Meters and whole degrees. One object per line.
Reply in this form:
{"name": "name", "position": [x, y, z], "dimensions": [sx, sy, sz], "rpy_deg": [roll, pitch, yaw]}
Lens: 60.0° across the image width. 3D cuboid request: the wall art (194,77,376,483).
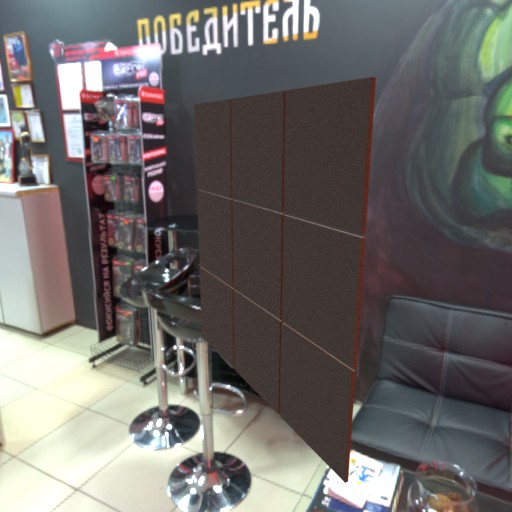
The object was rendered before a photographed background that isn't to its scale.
{"name": "wall art", "position": [0.000, 0.000, 2.225], "dimensions": [0.017, 1.521, 1.527], "rpy_deg": [-8, 17, -28]}
